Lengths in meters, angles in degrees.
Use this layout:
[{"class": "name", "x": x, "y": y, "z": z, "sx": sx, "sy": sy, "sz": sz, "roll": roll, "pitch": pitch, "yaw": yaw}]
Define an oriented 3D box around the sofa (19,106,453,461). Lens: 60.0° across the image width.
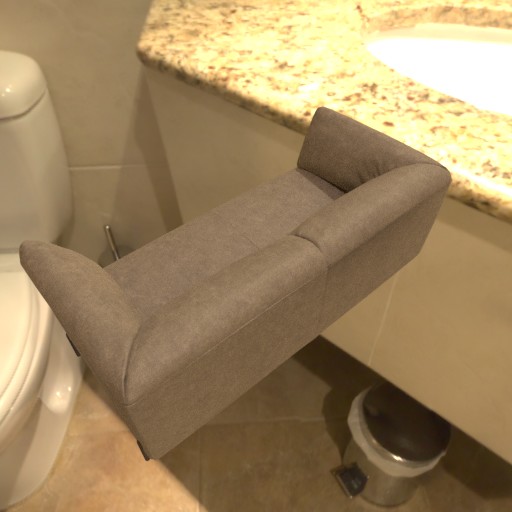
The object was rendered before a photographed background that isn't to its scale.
[{"class": "sofa", "x": 0.000, "y": 0.000, "z": 2.238, "sx": 1.878, "sy": 0.747, "sz": 0.905, "roll": -32, "pitch": 54, "yaw": -27}]
